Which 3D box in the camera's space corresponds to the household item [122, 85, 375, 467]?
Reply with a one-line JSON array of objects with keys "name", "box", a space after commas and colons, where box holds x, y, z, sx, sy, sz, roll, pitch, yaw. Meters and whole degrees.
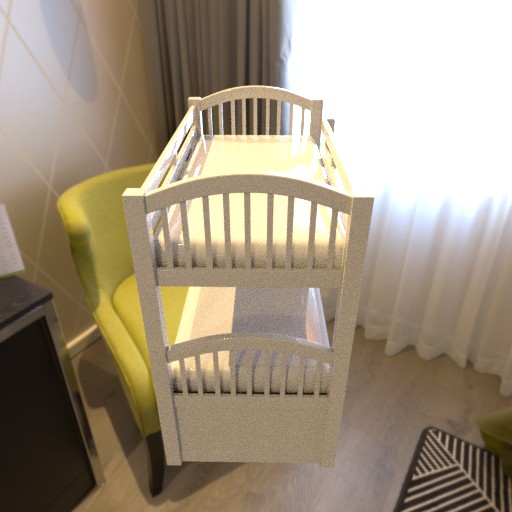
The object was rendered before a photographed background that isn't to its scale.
[{"name": "household item", "box": [0.000, 0.000, 3.277, 1.143, 2.032, 2.032, 1, 31, 1]}]
